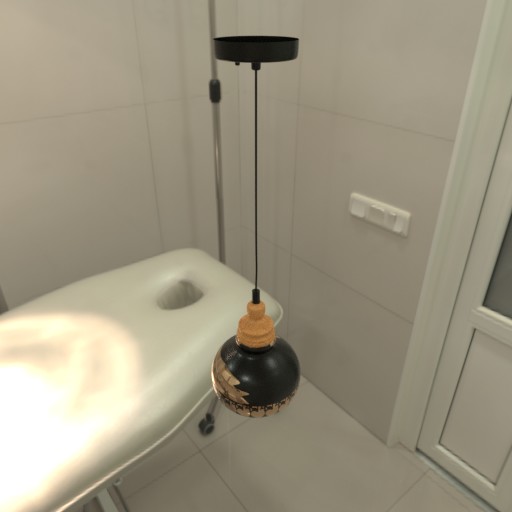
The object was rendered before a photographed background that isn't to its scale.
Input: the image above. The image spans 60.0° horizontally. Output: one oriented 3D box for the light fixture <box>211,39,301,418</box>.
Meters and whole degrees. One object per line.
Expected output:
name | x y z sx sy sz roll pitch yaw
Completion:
light fixture | 0.000 0.000 1.820 0.430 1.606 0.430 -22 37 -33
